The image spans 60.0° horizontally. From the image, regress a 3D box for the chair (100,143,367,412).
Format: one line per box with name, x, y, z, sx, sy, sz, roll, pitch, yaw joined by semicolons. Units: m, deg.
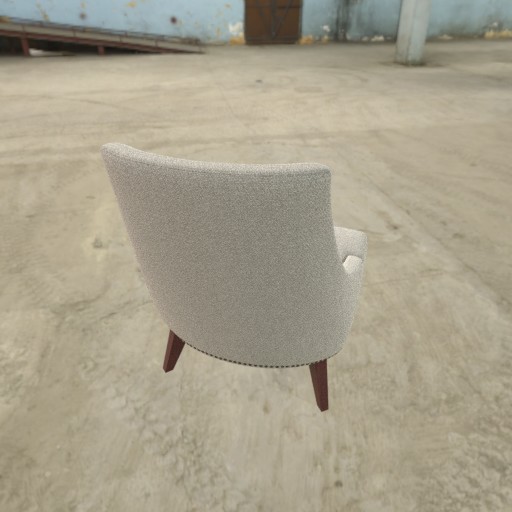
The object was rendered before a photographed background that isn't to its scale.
chair;0.000;0.000;1.492;0.701;0.909;0.861;9;32;15
